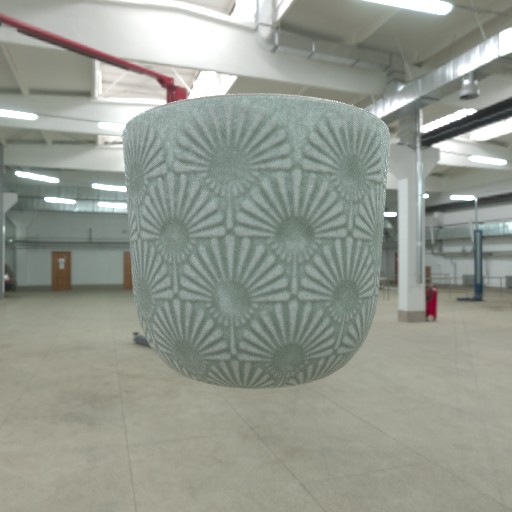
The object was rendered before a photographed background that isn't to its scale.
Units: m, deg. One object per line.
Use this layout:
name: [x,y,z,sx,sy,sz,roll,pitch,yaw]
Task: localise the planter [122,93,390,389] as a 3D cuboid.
planter: [0.000,0.000,0.292,0.170,0.152,0.170,0,-1,0]
